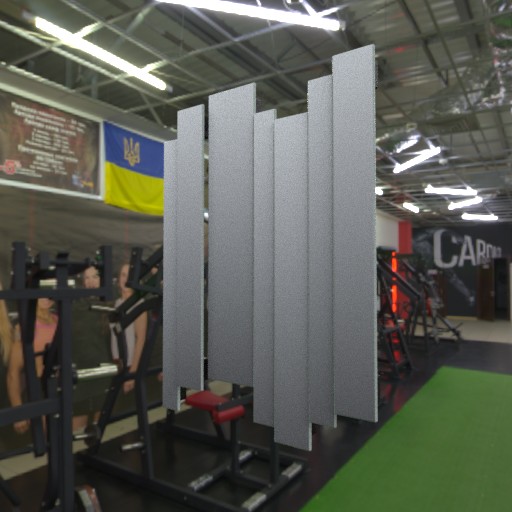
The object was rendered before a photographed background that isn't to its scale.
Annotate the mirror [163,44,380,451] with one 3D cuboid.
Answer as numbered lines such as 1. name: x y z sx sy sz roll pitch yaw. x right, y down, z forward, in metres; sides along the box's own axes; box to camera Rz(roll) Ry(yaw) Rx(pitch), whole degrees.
1. mirror: 0.000 0.000 0.770 0.445 0.611 0.058 -1 -2 35
